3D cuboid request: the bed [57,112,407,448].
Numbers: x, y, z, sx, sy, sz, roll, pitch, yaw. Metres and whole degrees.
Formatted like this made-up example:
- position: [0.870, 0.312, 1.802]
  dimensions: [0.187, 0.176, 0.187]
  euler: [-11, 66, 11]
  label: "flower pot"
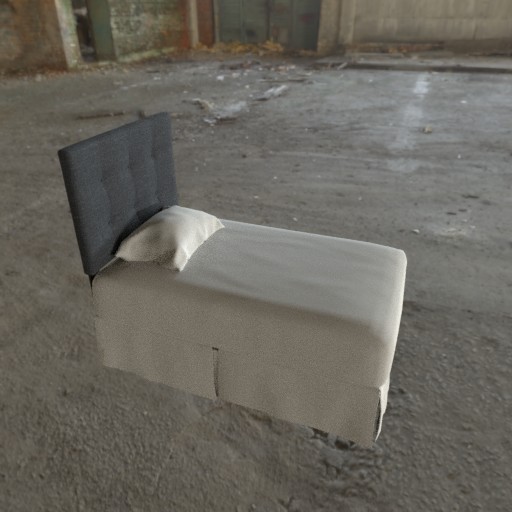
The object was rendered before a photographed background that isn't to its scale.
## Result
- position: [0.000, 0.000, 3.018]
  dimensions: [1.997, 1.571, 1.261]
  euler: [10, 31, 18]
  label: "bed"
